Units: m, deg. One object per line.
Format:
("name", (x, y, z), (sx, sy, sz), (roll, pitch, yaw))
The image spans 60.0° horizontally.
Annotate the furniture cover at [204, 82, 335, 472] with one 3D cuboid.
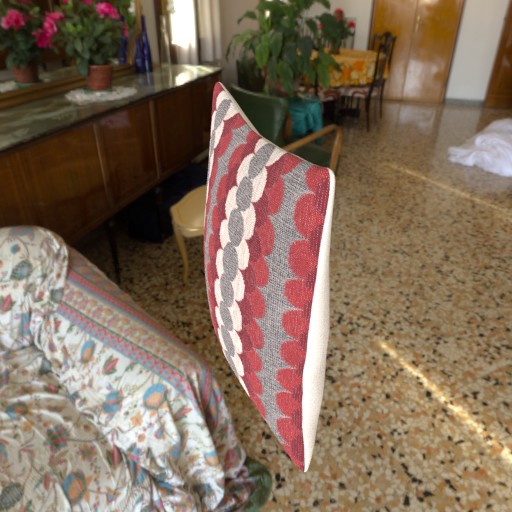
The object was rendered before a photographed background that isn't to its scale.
("furniture cover", (0.000, 0.000, 0.653), (0.145, 0.420, 0.435), (-9, 32, -15))
